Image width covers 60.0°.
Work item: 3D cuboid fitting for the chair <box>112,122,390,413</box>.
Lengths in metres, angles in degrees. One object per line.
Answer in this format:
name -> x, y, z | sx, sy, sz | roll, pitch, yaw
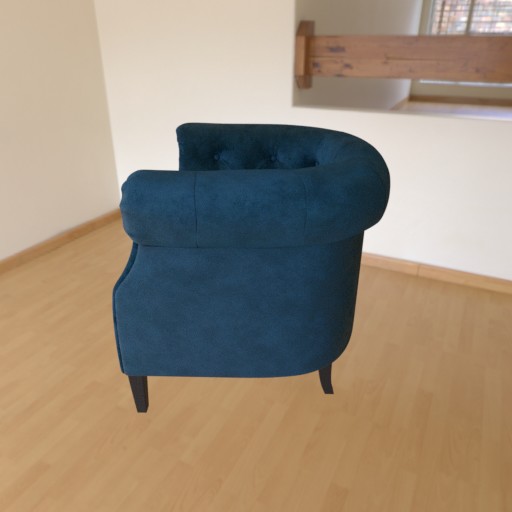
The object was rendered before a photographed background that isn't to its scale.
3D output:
chair -> 0.000, 0.000, 1.614 | 0.851, 0.826, 0.904 | 1, 27, 1
